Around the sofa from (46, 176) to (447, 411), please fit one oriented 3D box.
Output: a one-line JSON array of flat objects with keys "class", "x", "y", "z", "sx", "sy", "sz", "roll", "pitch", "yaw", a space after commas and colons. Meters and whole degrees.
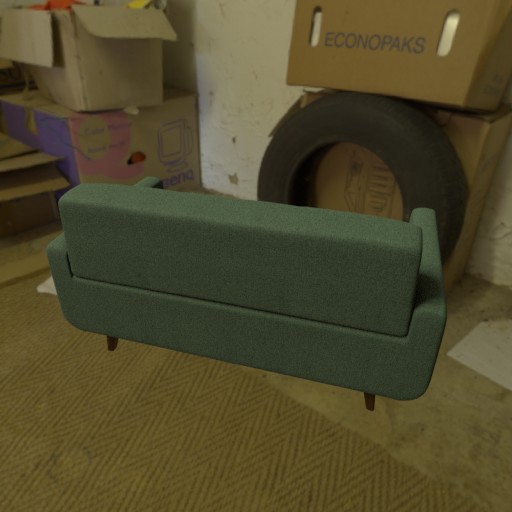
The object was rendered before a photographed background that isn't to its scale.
[{"class": "sofa", "x": 0.000, "y": 0.000, "z": 2.137, "sx": 1.631, "sy": 0.841, "sz": 0.909, "roll": 9, "pitch": 32, "yaw": 14}]
